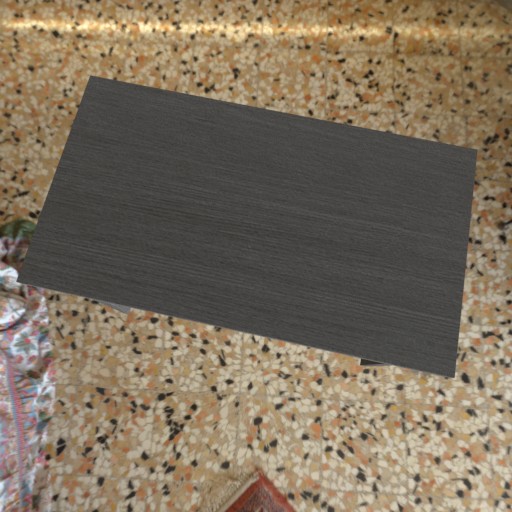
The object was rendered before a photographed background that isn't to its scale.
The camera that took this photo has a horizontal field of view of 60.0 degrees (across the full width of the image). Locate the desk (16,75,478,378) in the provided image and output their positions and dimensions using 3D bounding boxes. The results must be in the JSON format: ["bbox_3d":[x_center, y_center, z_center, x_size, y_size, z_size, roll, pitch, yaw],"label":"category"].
[{"bbox_3d":[0.000,0.000,1.290,0.893,0.724,0.498,12,76,3],"label":"desk"}]
